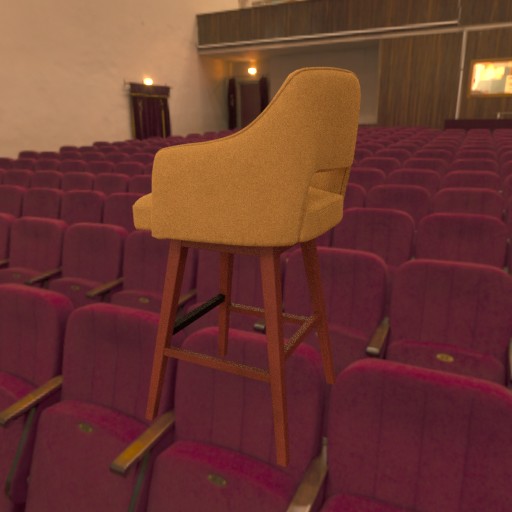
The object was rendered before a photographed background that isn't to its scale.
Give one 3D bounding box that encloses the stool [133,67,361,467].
[{"bbox_3d":[0.000,0.000,1.343,0.558,1.012,0.548,8,18,25],"label":"stool"}]
